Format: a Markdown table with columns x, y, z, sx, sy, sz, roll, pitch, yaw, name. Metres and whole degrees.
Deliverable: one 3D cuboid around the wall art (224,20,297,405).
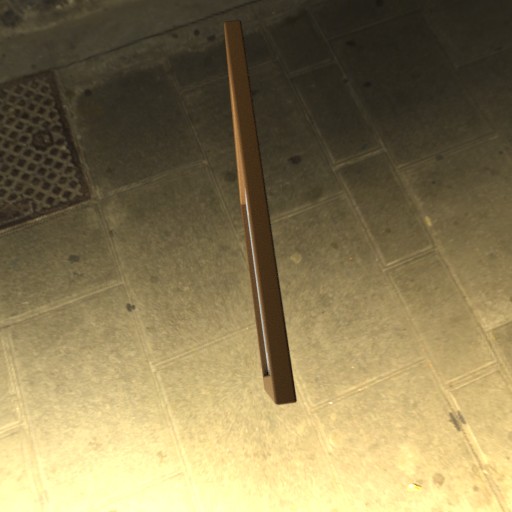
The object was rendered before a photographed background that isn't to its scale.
| x | y | z | sx | sy | sz | roll | pitch | yaw | name |
| --- | --- | --- | --- | --- | --- | --- | --- | --- | --- |
| 0.000 | 0.000 | 0.747 | 0.021 | 0.550 | 0.449 | -7 | 75 | -2 | wall art |
